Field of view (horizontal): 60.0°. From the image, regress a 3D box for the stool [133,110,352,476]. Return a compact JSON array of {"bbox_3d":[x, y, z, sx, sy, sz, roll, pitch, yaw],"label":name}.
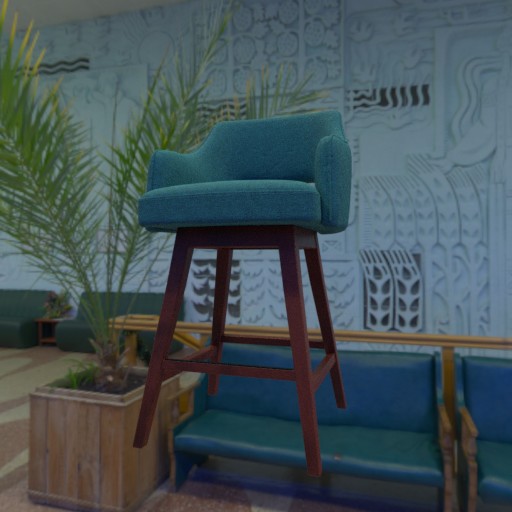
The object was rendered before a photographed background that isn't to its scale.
[{"bbox_3d":[0.000,0.000,1.293,0.548,0.961,0.556,0,0,18],"label":"stool"}]
